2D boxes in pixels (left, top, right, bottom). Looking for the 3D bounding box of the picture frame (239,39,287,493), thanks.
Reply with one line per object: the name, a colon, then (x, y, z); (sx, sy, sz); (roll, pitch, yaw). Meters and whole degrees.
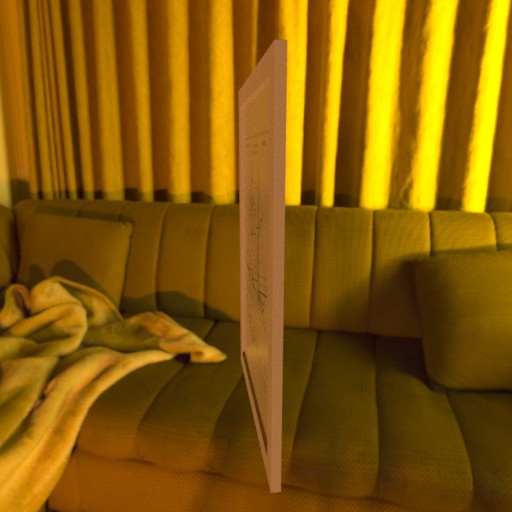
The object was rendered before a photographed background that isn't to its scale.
picture frame: (0.000, 0.000, 0.593); (0.011, 0.459, 0.326); (-2, 13, -7)
